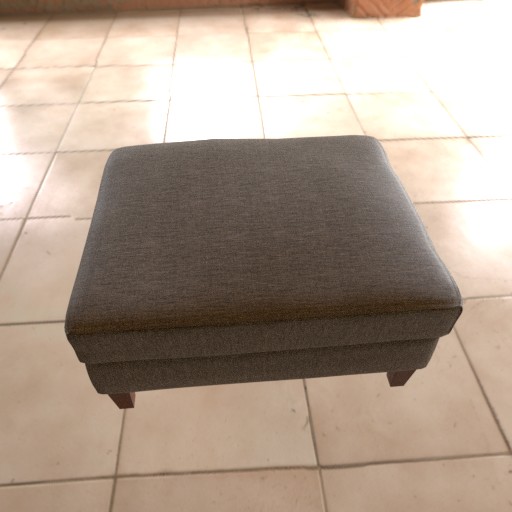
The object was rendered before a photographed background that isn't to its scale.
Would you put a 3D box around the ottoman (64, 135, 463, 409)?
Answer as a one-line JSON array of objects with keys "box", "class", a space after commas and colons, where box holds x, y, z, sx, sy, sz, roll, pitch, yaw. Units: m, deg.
[{"box": [0.000, 0.000, 1.483, 0.994, 0.492, 0.839, -4, 46, -4], "class": "ottoman"}]
